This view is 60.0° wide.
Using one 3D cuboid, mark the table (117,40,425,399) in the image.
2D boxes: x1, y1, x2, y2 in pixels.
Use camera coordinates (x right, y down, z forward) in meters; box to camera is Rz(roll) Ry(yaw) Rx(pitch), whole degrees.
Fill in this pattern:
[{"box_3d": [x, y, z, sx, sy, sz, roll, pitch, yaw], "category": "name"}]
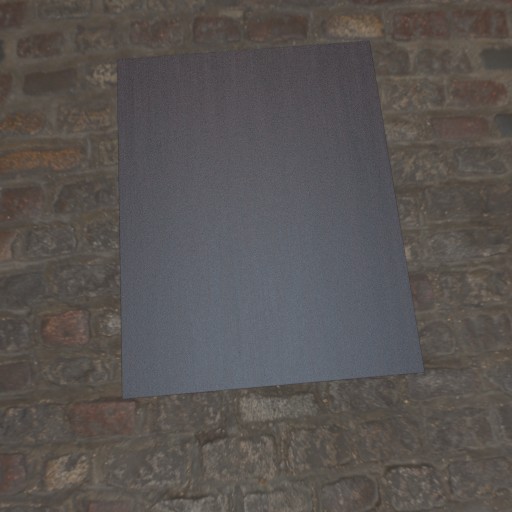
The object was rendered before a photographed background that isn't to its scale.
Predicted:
[{"box_3d": [0.000, 0.000, 0.910, 0.381, 0.635, 0.480, -5, 77, -1], "category": "table"}]
